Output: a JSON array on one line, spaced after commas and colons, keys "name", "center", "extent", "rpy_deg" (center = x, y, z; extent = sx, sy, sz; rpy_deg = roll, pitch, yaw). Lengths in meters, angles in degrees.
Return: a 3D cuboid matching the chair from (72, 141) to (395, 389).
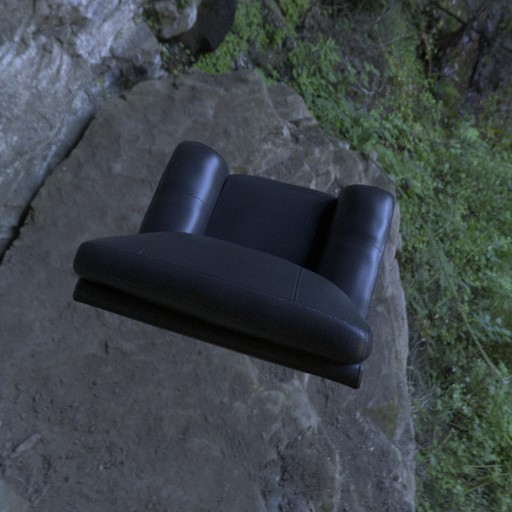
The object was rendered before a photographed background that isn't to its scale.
[{"name": "chair", "center": [0.000, 0.000, 2.019], "extent": [1.096, 1.109, 1.087], "rpy_deg": [16, 63, 8]}]
